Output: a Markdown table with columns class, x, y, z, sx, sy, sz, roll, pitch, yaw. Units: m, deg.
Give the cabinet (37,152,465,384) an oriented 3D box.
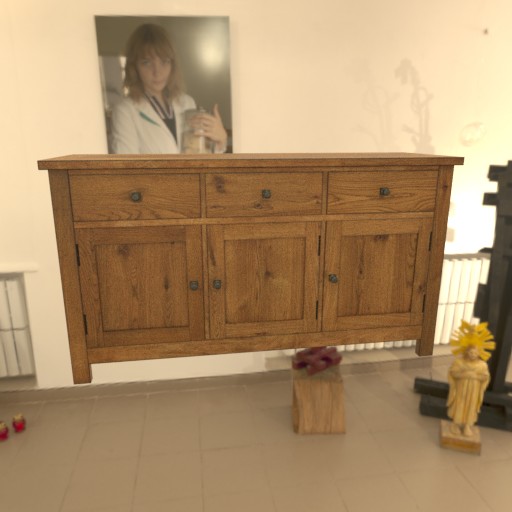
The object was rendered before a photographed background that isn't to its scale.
| class | x | y | z | sx | sy | sz | roll | pitch | yaw |
| --- | --- | --- | --- | --- | --- | --- | --- | --- | --- |
| cabinet | 0.000 | 0.000 | 1.839 | 1.474 | 0.813 | 0.480 | -2 | 15 | -9 |
